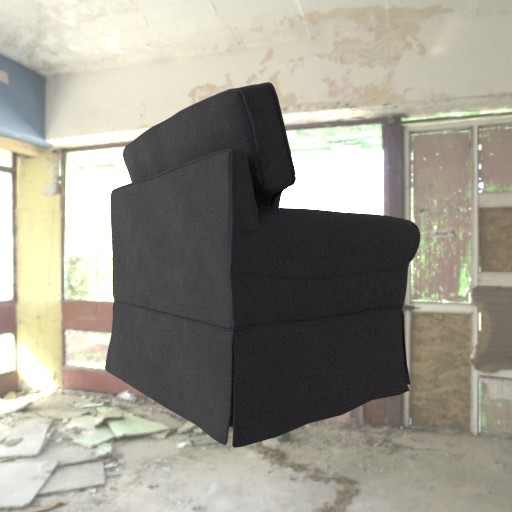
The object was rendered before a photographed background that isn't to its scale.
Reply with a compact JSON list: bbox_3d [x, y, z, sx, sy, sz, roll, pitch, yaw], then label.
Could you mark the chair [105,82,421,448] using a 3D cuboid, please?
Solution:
[{"bbox_3d":[0.000,0.000,1.966,1.002,1.140,1.119,0,0,-36],"label":"chair"}]
